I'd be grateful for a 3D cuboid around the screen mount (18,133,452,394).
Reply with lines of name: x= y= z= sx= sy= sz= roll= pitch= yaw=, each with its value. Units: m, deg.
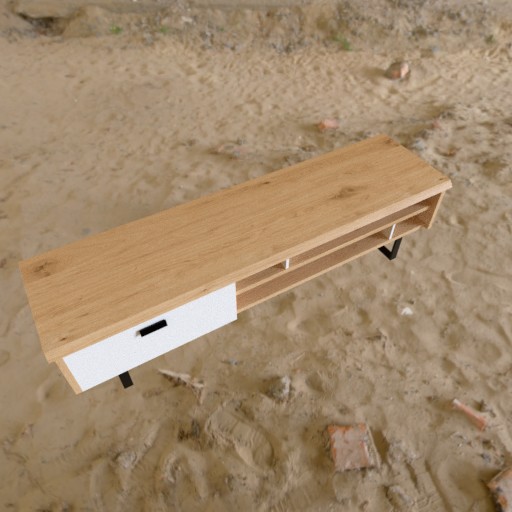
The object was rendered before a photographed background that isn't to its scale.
screen mount: x=0.000 y=0.000 z=1.892 sx=1.700 sy=0.430 sz=0.450 roll=-23 pitch=51 yaw=-20
